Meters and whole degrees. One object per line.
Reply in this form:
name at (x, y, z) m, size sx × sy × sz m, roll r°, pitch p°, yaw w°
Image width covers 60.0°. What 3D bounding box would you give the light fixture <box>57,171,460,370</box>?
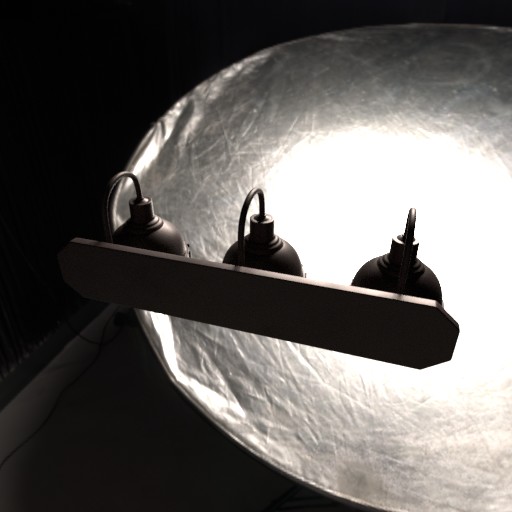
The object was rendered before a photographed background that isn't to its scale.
light fixture at (0.000, 0.000, 0.759) m, size 0.634 × 0.254 × 0.229 m, roll 9°, pitch 32°, yaw 15°
